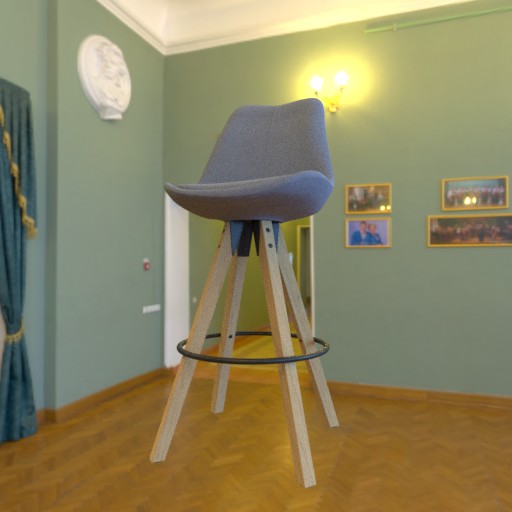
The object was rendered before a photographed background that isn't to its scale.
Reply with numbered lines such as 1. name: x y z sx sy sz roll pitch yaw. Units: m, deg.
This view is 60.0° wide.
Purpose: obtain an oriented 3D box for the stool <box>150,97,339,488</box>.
1. stool: 0.000 0.000 1.360 0.485 1.115 0.550 0 -1 18
